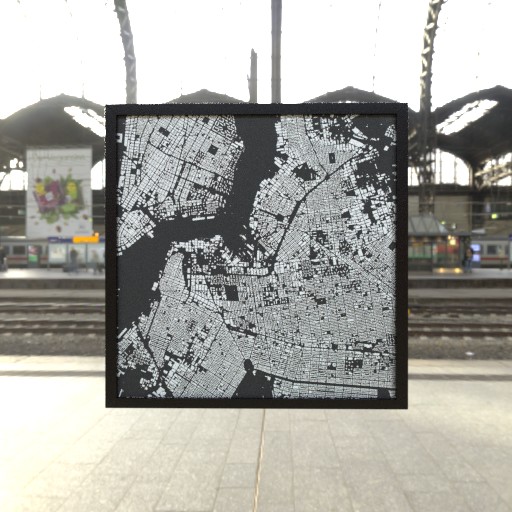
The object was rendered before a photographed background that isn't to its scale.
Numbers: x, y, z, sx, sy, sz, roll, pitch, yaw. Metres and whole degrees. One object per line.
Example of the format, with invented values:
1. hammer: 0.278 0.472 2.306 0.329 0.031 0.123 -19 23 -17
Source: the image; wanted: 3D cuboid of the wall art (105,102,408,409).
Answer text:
1. wall art: 0.000 0.000 1.120 0.755 0.761 0.038 0 0 1
